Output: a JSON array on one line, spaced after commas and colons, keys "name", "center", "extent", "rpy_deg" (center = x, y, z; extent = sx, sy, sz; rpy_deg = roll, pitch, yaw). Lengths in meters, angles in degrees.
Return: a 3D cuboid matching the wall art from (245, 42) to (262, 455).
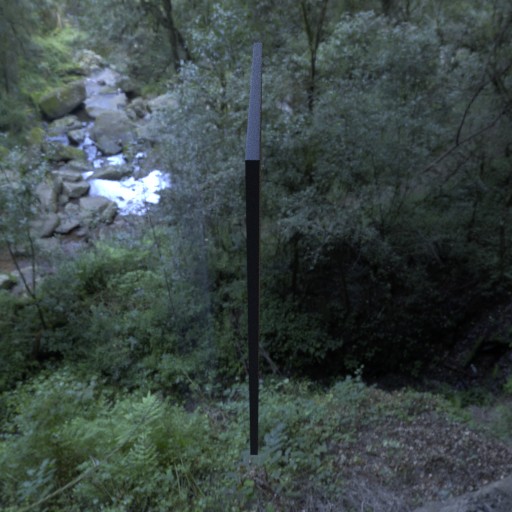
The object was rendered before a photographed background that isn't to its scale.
[{"name": "wall art", "center": [0.000, 0.000, 0.703], "extent": [0.013, 0.534, 0.381], "rpy_deg": [1, 40, 1]}]
